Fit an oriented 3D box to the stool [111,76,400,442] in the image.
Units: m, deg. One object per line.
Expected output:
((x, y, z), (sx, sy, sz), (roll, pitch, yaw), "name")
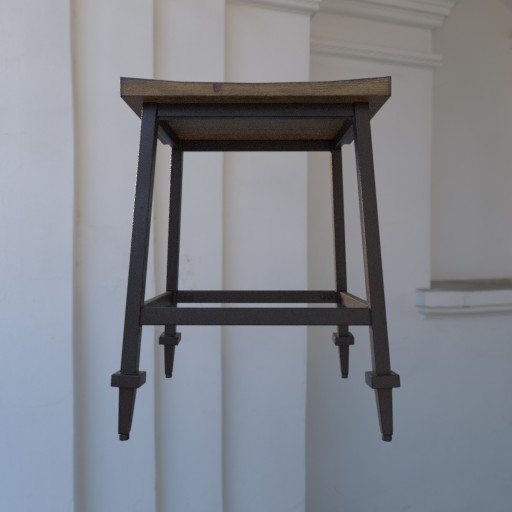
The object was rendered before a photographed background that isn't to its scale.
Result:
((0.000, 0.000, 0.942), (0.486, 0.625, 0.405), (0, 1, 0), "stool")
